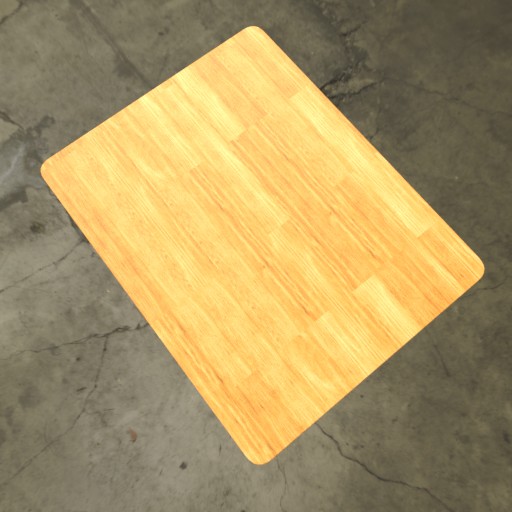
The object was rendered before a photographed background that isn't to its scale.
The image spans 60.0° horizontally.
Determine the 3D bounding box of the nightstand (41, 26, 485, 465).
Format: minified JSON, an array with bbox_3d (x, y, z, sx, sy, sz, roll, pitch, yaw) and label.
[{"bbox_3d":[0.000,0.000,0.902,0.440,0.470,0.560,-38,78,-9],"label":"nightstand"}]
